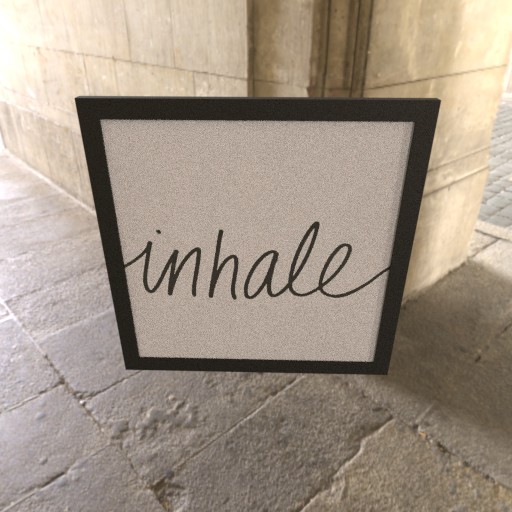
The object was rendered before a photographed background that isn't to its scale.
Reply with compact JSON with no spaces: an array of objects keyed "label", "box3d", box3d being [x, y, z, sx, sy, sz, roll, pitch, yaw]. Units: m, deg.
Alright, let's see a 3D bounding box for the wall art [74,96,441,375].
[{"label":"wall art","box3d":[0.000,0.000,0.522,0.356,0.356,0.013,1,29,1]}]
